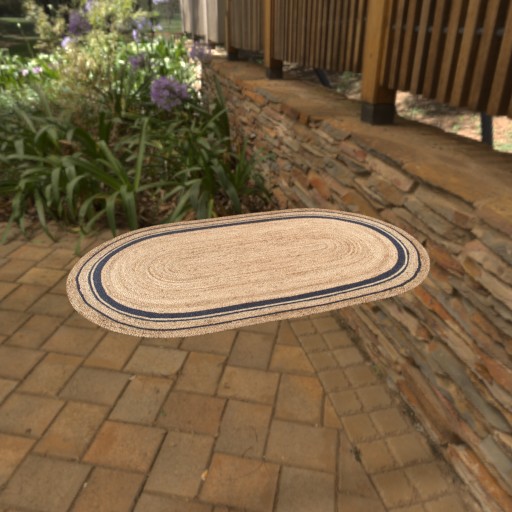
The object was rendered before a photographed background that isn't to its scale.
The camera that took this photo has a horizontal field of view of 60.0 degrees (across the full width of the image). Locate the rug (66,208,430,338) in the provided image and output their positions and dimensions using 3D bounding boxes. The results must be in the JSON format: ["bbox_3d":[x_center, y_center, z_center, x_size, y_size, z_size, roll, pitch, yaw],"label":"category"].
[{"bbox_3d":[0.000,0.000,3.038,2.432,0.006,1.520,-9,28,-16],"label":"rug"}]
